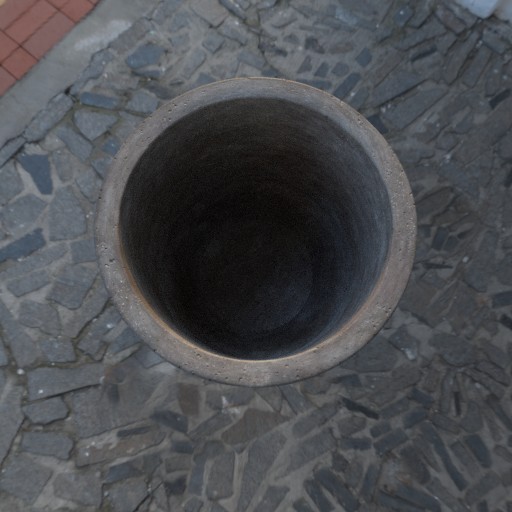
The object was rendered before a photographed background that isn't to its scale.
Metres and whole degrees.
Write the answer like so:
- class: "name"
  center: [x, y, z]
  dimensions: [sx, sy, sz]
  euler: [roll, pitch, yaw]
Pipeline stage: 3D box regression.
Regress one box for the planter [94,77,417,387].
- class: "planter"
  center: [0.000, 0.000, 0.227]
  dimensions: [0.122, 0.128, 0.122]
  euler: [0, 78, 0]
